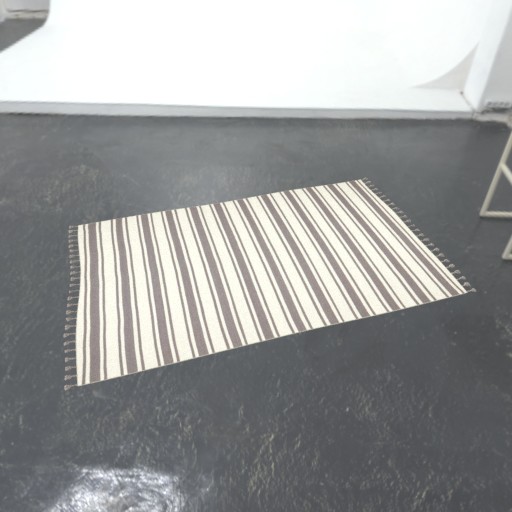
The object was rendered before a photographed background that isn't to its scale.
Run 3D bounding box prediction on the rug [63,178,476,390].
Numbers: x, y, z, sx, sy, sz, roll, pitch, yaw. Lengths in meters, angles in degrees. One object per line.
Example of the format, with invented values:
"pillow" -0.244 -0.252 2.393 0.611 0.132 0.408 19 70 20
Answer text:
"rug" 0.000 0.000 2.563 2.096 0.011 1.229 -11 42 -13
